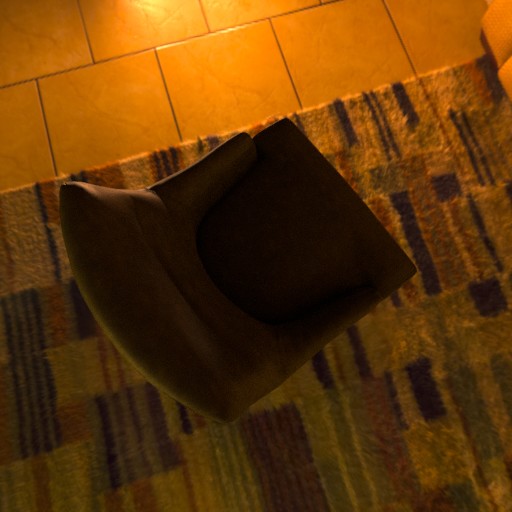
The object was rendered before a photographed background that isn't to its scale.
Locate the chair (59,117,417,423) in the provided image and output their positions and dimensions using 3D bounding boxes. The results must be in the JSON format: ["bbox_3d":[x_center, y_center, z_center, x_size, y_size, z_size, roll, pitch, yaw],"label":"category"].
[{"bbox_3d":[0.000,0.000,1.454,0.874,0.870,0.738,-36,79,-8],"label":"chair"}]
